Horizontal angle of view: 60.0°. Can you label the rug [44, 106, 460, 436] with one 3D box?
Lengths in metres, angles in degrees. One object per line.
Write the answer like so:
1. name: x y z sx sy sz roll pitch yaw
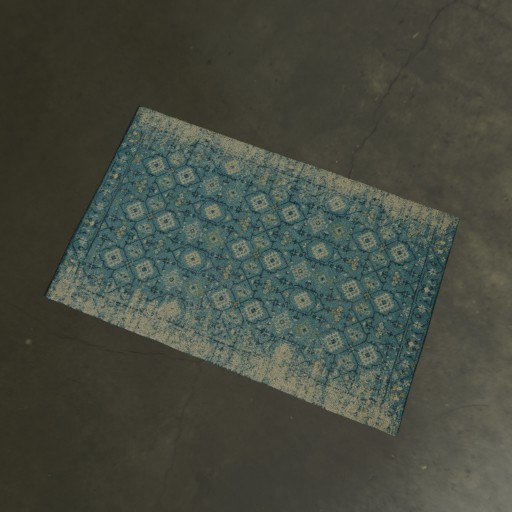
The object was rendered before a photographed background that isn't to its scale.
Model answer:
1. rug: 0.000 0.000 3.001 2.449 0.015 1.530 20 77 5
